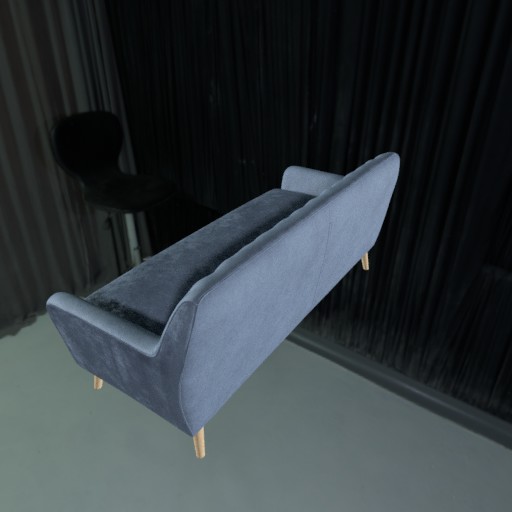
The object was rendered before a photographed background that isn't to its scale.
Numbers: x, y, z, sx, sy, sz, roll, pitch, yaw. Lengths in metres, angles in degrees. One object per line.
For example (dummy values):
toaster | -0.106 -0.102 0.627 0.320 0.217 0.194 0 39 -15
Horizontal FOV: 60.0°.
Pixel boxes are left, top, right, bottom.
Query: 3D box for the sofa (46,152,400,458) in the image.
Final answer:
sofa | 0.000 0.000 2.381 0.841 0.832 1.975 19 36 29
